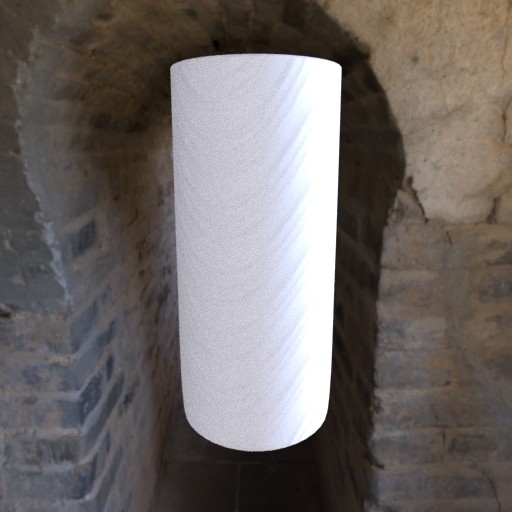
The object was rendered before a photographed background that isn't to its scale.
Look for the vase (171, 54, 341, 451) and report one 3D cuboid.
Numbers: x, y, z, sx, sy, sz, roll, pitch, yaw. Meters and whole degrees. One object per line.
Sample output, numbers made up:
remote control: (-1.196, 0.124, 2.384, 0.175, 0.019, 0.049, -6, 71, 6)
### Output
vase: (0.000, 0.000, 0.402, 0.143, 0.316, 0.143, 0, 15, 0)
